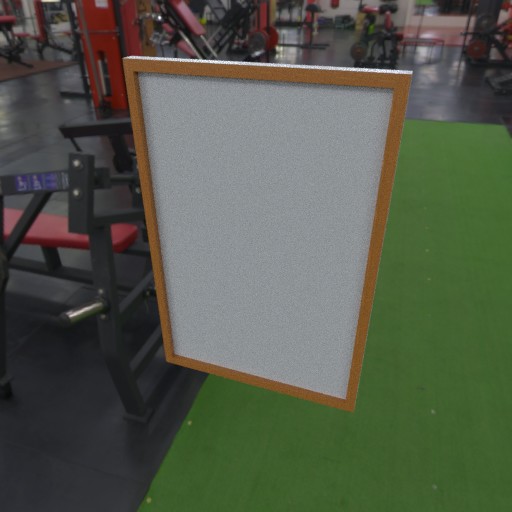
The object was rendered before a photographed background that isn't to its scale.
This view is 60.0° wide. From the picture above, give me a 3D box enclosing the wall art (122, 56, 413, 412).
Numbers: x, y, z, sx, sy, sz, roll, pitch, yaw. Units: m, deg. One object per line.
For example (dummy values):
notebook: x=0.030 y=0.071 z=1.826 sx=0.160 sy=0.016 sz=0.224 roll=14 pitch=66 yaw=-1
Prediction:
wall art: x=0.000 y=0.000 z=1.140 sx=0.610 sy=0.916 sz=0.037 roll=10 pitch=33 yaw=16
